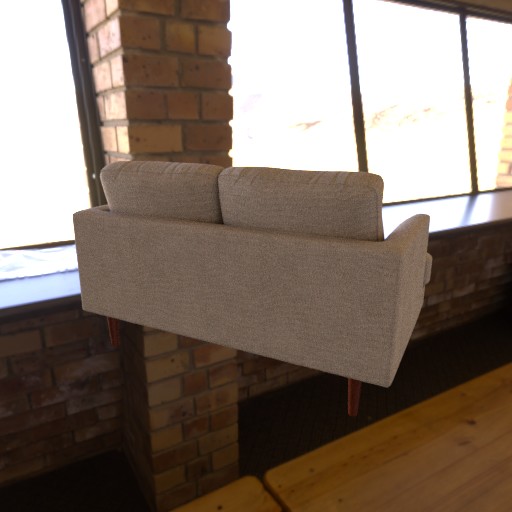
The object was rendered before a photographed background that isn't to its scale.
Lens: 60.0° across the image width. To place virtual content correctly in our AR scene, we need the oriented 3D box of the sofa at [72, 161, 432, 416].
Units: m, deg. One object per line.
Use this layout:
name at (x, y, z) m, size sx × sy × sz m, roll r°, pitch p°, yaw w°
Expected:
sofa at (0.000, 0.000, 2.229) m, size 1.582 × 0.944 × 0.903 m, roll 8°, pitch 18°, yaw 26°
